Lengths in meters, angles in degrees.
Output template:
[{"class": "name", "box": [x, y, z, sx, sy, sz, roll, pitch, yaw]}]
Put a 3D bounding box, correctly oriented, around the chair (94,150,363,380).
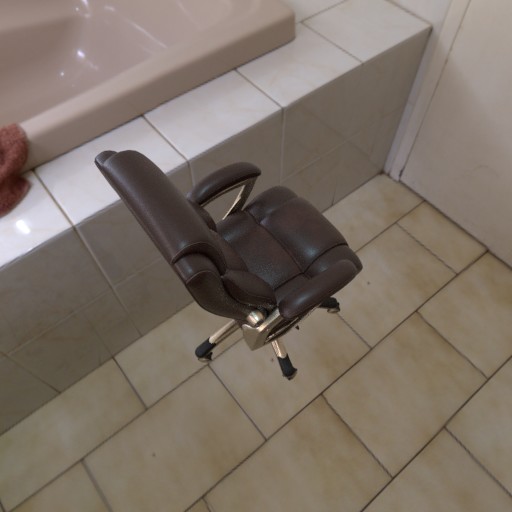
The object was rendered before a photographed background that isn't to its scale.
[{"class": "chair", "box": [0.000, 0.000, 1.692, 0.749, 1.194, 0.692, -32, 64, -18]}]
